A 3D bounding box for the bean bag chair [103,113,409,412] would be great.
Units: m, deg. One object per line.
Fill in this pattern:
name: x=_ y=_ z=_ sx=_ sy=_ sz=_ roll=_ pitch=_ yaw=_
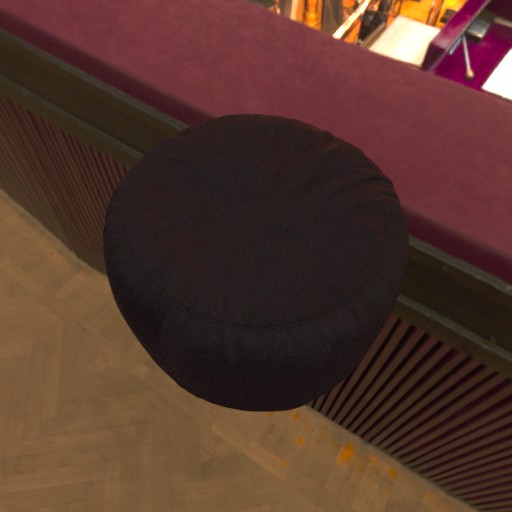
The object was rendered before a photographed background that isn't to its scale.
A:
bean bag chair: x=0.000 y=0.000 z=1.950 sx=1.219 sy=0.762 sz=1.219 roll=0 pitch=58 yaw=0
